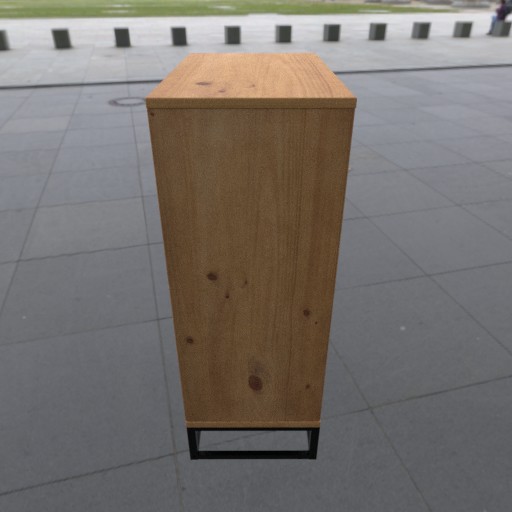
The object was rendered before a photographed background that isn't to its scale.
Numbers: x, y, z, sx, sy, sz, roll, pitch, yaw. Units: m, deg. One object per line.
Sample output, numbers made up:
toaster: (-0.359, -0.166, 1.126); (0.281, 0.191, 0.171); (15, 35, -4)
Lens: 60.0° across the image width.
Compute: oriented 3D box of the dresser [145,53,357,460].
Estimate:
dresser: (0.000, 0.000, 1.583); (0.479, 1.240, 0.761); (0, 31, 0)
